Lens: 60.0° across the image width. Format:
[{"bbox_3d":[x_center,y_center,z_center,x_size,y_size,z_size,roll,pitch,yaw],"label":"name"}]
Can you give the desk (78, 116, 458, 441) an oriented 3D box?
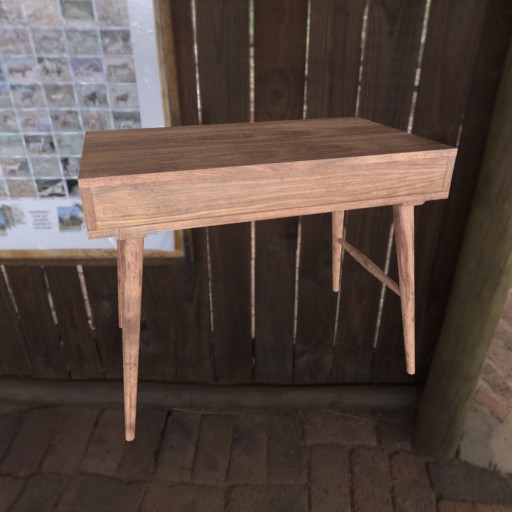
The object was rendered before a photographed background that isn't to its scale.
[{"bbox_3d":[0.000,0.000,1.453,0.949,0.758,0.588,-8,27,-15],"label":"desk"}]
